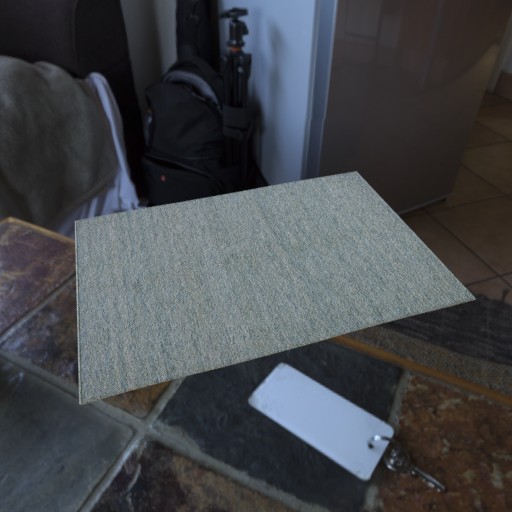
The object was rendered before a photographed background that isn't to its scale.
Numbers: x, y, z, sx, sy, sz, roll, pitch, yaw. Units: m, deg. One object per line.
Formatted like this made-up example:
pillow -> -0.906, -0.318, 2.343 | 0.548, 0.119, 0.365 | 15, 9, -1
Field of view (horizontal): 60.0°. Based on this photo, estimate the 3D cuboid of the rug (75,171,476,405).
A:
rug -> 0.000, 0.000, 2.949 | 2.283, 0.013, 1.547 | -12, 43, -13
